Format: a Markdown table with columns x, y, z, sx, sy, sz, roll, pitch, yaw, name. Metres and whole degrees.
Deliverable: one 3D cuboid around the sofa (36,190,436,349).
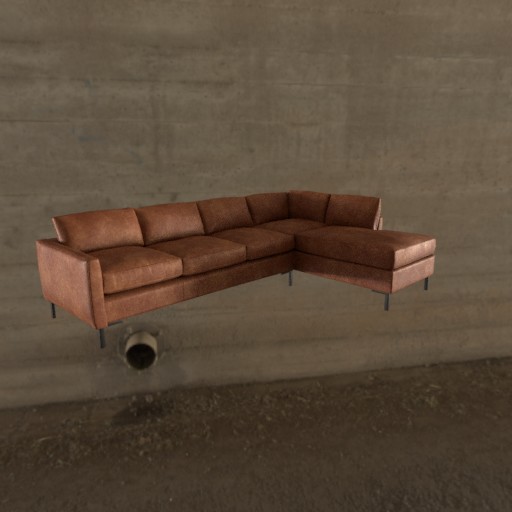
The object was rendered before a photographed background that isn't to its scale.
| x | y | z | sx | sy | sz | roll | pitch | yaw | name |
| --- | --- | --- | --- | --- | --- | --- | --- | --- | --- |
| 0.000 | 0.000 | 3.871 | 1.938 | 0.877 | 2.984 | 13 | 19 | 43 | sofa |
